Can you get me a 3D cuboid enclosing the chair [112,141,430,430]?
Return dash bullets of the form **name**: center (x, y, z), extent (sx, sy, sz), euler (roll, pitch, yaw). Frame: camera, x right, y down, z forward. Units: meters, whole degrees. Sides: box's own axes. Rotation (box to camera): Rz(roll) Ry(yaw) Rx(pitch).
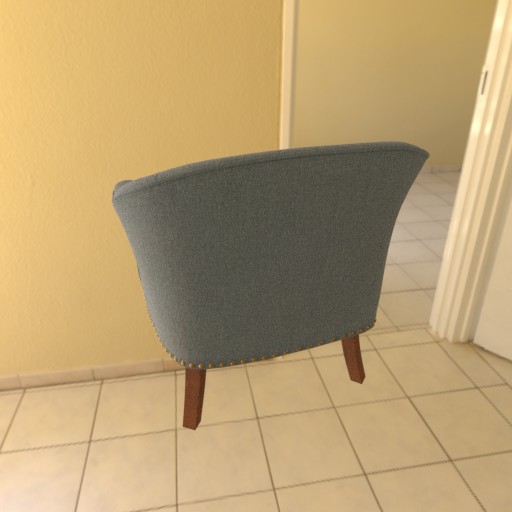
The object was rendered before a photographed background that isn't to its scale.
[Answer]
- **chair**: center (0.000, 0.000, 1.375), extent (0.798, 0.815, 0.704), euler (-9, 28, -17)
